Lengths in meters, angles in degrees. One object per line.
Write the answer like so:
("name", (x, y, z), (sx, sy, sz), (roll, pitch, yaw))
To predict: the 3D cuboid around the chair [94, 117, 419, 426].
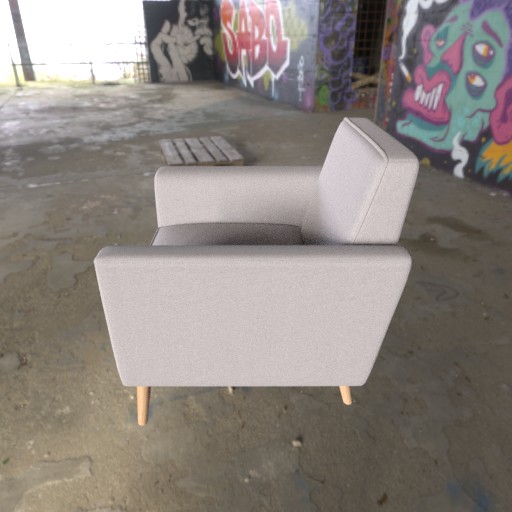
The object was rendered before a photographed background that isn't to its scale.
("chair", (0.000, 0.000, 1.415), (0.750, 0.780, 0.780), (0, 27, 0))
